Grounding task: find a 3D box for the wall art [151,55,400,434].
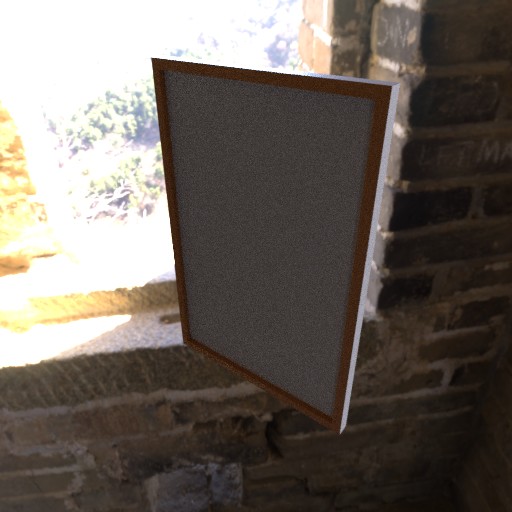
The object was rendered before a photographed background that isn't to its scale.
[{"bbox_3d":[0.000,0.000,0.770,0.405,0.608,0.025,21,37,31],"label":"wall art"}]
